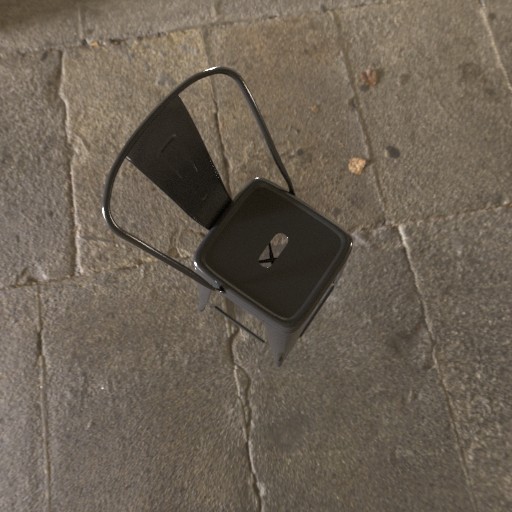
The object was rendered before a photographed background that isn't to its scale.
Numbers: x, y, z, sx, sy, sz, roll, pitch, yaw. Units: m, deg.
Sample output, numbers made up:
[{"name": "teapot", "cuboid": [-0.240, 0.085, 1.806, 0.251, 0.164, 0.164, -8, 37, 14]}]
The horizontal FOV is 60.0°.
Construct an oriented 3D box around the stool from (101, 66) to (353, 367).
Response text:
[{"name": "stool", "cuboid": [0.000, 0.000, 1.317, 0.528, 1.022, 0.432, 34, 79, 8]}]
